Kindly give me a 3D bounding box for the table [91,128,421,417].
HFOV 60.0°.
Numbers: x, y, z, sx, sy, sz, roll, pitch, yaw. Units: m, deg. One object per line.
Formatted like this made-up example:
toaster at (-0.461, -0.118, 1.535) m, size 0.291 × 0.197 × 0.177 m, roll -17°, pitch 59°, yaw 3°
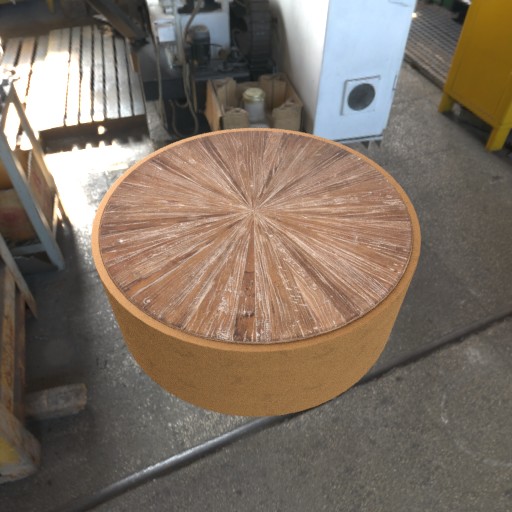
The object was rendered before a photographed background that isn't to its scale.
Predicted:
table at (0.000, 0.000, 1.531) m, size 1.001 × 0.409 × 1.001 m, roll 0°, pitch 47°, yaw 0°
